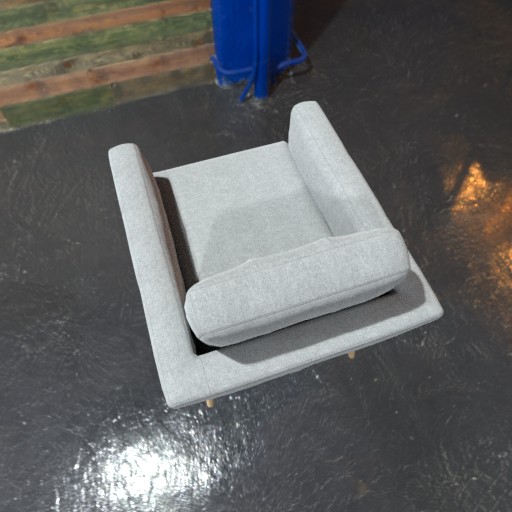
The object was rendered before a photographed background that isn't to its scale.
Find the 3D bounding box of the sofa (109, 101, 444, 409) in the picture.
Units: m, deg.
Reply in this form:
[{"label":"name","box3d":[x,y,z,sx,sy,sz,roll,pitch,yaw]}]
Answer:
[{"label":"sofa","box3d":[0.000,0.000,1.502,0.770,0.860,0.920,-16,60,-10]}]
